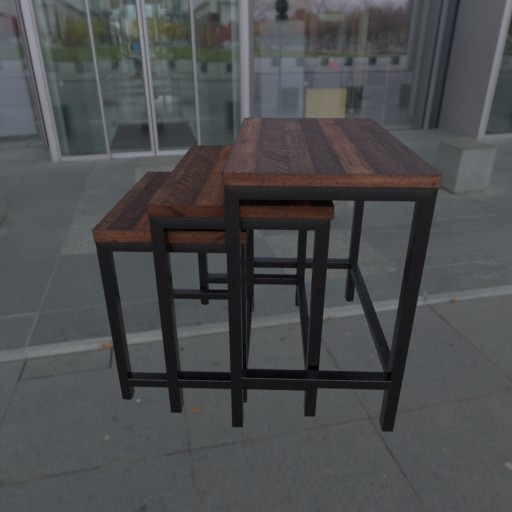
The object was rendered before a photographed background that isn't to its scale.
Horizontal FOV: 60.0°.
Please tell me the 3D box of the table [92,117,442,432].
[{"bbox_3d":[0.000,0.000,1.174,0.660,0.616,0.608,1,26,2],"label":"table"}]
